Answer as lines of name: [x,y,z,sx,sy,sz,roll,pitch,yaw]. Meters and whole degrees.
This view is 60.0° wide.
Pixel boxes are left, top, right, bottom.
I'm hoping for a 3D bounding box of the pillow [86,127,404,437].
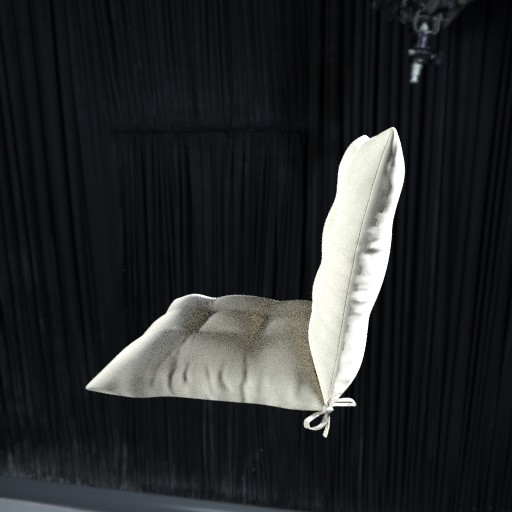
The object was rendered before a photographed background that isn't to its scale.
pillow: [0.000,0.000,0.996,0.585,0.536,0.541,2,14,9]
